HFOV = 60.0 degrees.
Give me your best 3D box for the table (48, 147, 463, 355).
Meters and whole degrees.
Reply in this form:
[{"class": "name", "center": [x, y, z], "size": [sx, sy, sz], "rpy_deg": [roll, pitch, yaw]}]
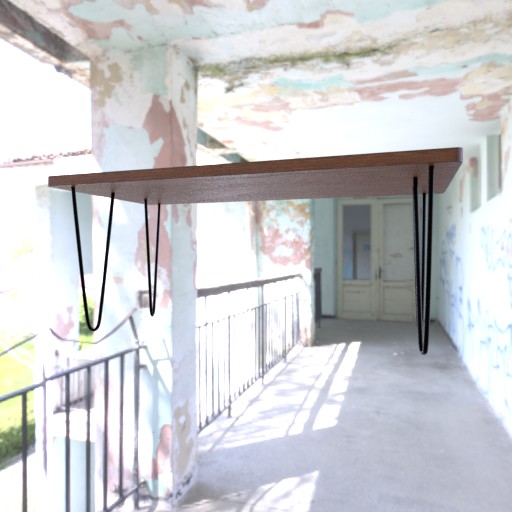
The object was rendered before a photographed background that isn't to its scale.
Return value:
[{"class": "table", "center": [0.000, 0.000, 2.211], "size": [1.791, 0.753, 0.883], "rpy_deg": [0, 1, 19]}]
